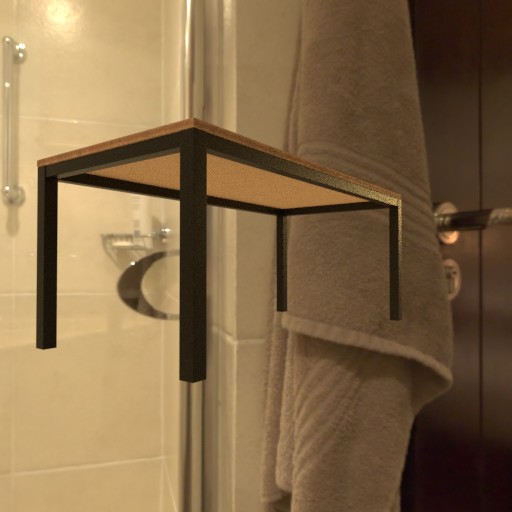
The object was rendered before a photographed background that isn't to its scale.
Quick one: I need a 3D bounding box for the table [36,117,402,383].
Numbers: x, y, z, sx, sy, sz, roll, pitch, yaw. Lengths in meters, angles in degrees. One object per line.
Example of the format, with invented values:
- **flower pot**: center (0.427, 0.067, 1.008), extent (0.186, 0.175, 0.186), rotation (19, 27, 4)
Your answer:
- **table**: center (0.000, 0.000, 2.266), extent (0.893, 0.767, 1.805), rotation (-1, -1, 37)
